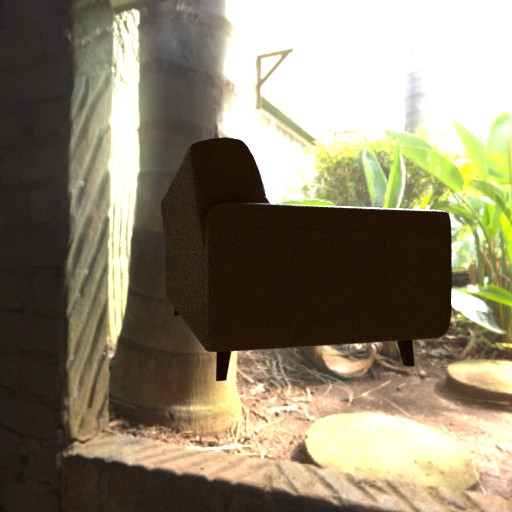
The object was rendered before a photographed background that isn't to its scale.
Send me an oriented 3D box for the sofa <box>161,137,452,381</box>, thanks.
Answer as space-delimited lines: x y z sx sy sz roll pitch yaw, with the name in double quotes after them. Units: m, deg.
0.000 0.000 2.566 0.980 0.892 2.137 0 0 -15 "sofa"
